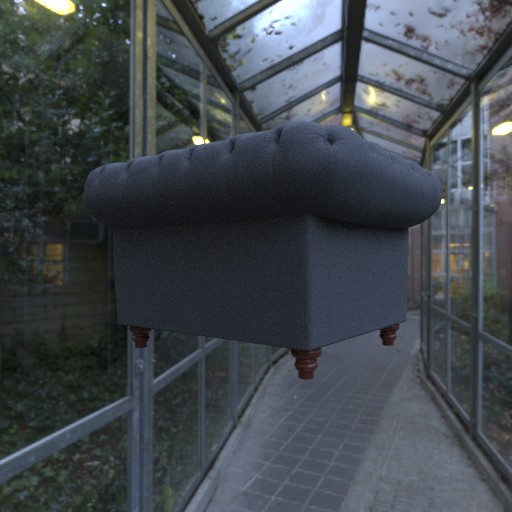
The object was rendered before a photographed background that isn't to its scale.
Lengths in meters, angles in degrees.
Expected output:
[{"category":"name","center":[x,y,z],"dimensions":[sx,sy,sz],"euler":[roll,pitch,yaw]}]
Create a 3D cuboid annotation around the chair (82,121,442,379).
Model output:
[{"category":"chair","center":[0.000,0.000,1.847],"dimensions":[1.270,0.770,0.976],"euler":[-1,-1,38]}]
